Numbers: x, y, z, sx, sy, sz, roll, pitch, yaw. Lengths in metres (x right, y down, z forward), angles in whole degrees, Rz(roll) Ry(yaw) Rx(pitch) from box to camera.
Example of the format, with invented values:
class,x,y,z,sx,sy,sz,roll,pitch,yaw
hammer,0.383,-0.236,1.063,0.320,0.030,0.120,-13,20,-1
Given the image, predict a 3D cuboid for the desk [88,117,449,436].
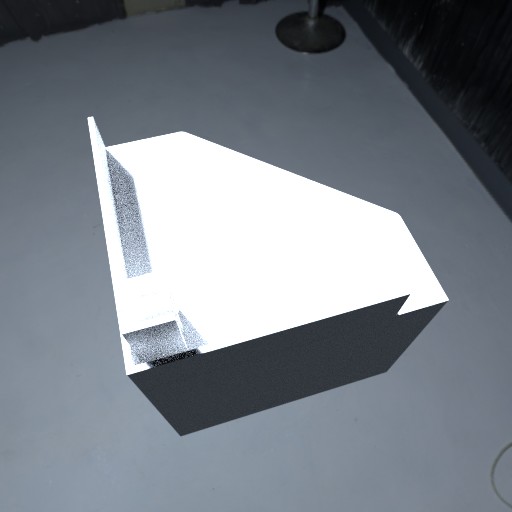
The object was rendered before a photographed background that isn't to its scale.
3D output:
class,x,y,z,sx,sy,sz,roll,pitch,yaw
desk,0.000,0.000,1.733,0.940,0.986,0.940,-14,60,-9
